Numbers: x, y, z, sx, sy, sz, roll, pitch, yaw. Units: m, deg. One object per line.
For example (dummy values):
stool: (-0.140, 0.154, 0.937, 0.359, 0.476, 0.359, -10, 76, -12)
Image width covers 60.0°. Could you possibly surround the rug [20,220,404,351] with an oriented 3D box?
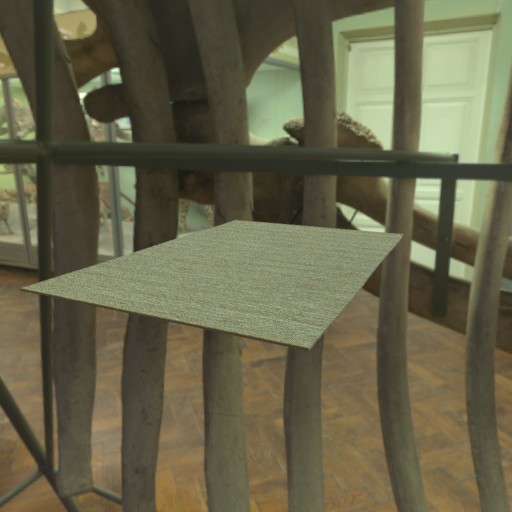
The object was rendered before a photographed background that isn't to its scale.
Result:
rug: (0.000, 0.000, 2.324, 1.240, 0.010, 1.824, 7, 16, 25)
